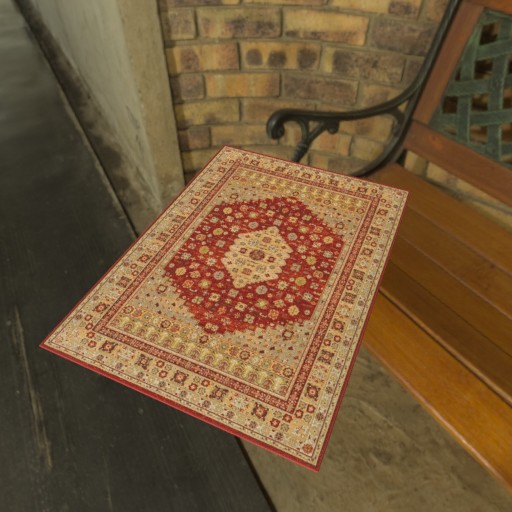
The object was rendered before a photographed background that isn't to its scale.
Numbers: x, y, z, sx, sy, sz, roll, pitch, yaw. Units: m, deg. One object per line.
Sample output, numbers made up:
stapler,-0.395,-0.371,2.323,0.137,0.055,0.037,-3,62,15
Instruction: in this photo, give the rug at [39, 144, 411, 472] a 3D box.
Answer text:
rug,0.000,0.000,2.887,1.593,0.013,2.211,18,48,17
